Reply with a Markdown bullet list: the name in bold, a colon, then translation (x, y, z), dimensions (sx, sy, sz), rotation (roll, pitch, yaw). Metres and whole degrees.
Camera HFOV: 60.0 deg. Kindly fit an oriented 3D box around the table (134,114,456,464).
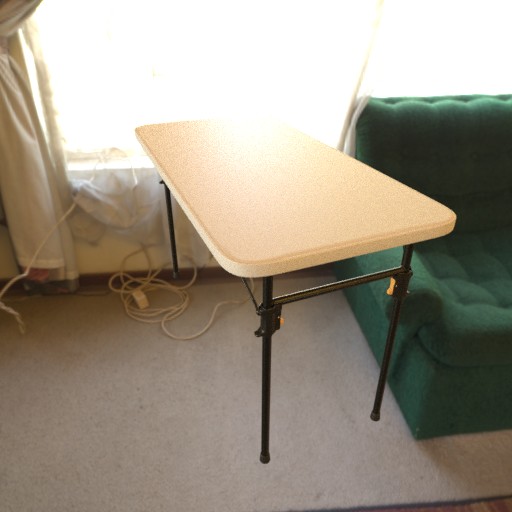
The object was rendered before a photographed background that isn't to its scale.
- **table**: translation (0.000, 0.000, 1.628), dimensions (0.610, 0.729, 1.219), rotation (-12, 32, -19)
